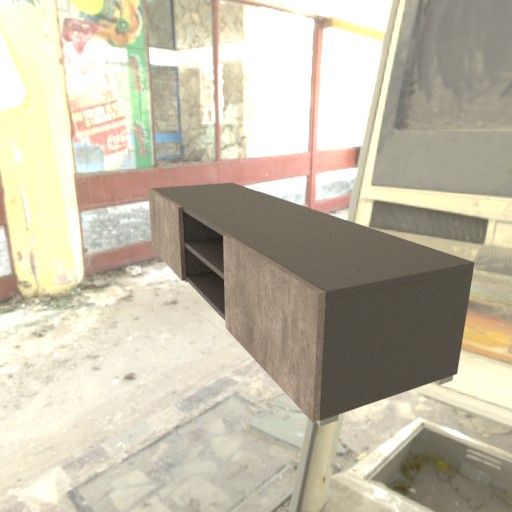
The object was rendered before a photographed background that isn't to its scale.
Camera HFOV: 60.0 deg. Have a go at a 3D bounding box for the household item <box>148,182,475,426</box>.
[{"bbox_3d":[0.000,0.000,1.562,0.420,0.310,1.400,-8,19,-25],"label":"household item"}]
